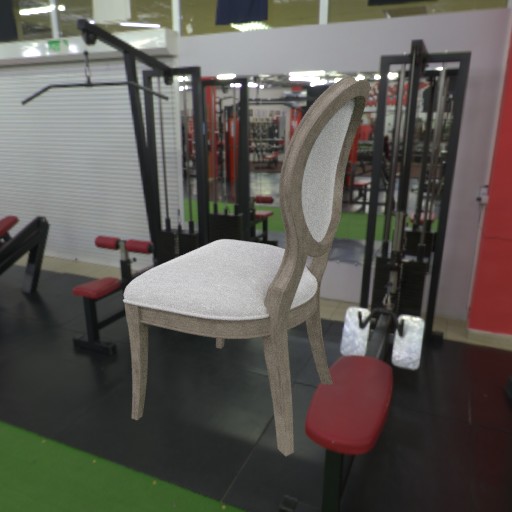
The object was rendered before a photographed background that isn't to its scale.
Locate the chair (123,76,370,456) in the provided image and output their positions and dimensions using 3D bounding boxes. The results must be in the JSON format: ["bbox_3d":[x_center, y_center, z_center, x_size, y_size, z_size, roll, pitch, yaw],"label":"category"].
[{"bbox_3d":[0.000,0.000,1.343,0.602,0.990,0.558,8,18,25],"label":"chair"}]
